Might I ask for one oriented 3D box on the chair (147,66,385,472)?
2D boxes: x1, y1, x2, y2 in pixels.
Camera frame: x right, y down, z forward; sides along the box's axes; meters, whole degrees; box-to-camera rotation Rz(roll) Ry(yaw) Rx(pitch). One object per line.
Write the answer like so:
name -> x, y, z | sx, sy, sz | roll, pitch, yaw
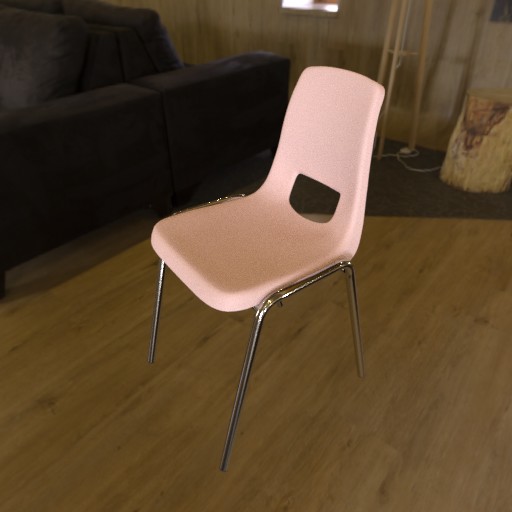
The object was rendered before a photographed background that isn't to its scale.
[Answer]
chair -> 0.000, 0.000, 0.947 | 0.436, 0.704, 0.381 | -21, 39, -29
